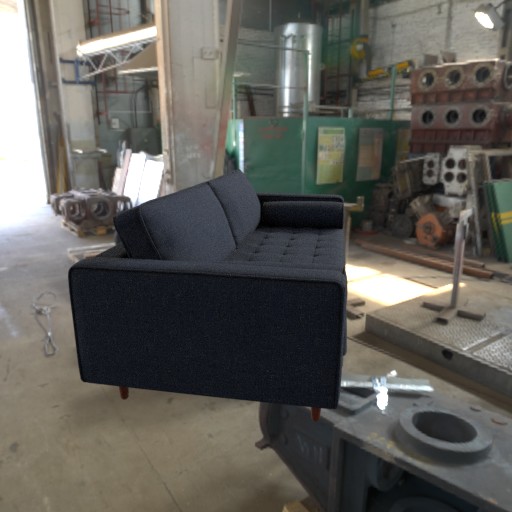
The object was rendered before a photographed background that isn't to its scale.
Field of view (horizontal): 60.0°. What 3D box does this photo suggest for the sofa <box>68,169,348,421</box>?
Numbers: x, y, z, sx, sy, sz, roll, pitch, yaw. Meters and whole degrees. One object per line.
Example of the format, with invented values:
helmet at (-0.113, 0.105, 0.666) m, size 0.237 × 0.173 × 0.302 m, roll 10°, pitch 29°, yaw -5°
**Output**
sofa at (0.000, 0.000, 2.284) m, size 0.914 × 0.762 × 1.880 m, roll 3°, pitch 16°, yaw 10°
